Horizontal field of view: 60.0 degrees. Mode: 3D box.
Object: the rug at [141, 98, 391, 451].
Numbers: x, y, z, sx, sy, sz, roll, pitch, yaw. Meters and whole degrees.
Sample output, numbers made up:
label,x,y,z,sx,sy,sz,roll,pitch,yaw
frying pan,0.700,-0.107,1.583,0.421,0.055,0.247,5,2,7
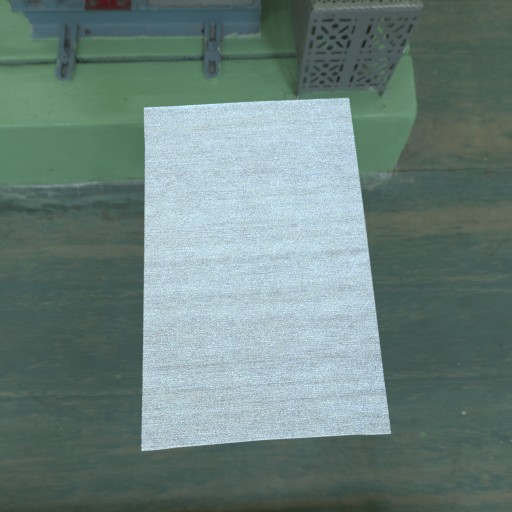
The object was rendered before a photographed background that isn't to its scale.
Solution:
label,x,y,z,sx,sy,sz,roll,pitch,yaw
rug,0.000,0.000,2.306,1.179,0.022,1.820,-3,76,-1
